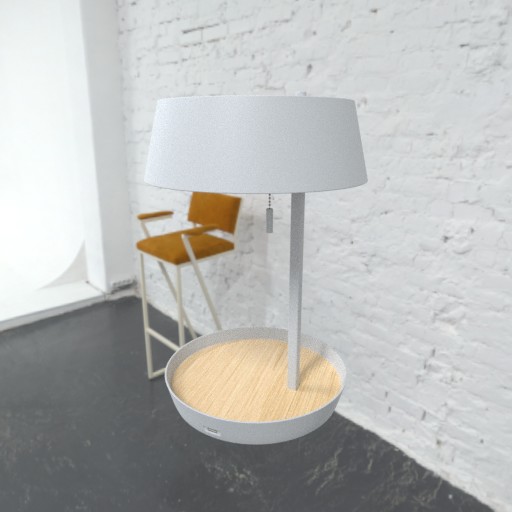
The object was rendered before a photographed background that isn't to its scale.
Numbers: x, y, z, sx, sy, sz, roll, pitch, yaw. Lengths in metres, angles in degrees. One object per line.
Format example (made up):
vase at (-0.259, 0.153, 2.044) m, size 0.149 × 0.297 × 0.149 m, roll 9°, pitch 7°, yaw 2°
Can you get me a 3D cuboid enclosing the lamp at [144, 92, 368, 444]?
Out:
lamp at (0.000, 0.000, 0.623) m, size 0.291 × 0.429 × 0.291 m, roll 0°, pitch 16°, yaw 0°
